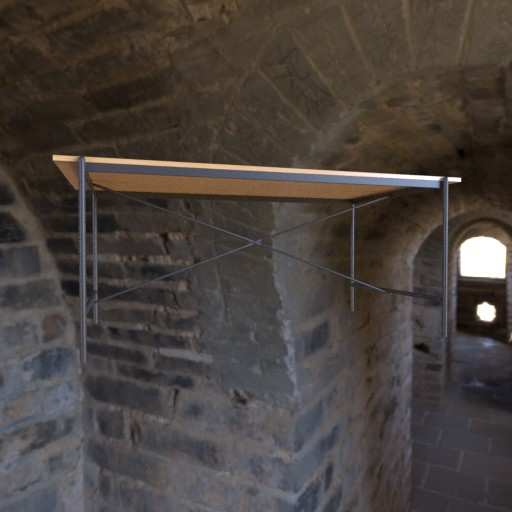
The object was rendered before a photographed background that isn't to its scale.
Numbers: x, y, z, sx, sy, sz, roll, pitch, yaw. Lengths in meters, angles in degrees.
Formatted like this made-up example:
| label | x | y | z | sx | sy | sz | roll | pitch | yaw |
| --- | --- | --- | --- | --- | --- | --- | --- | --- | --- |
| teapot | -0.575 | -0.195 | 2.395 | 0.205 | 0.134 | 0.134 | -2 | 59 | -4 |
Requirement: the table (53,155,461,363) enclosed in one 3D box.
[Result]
| label | x | y | z | sx | sy | sz | roll | pitch | yaw |
| --- | --- | --- | --- | --- | --- | --- | --- | --- | --- |
| table | 0.000 | 0.000 | 2.282 | 1.800 | 0.758 | 0.900 | 0 | 1 | -17 |
